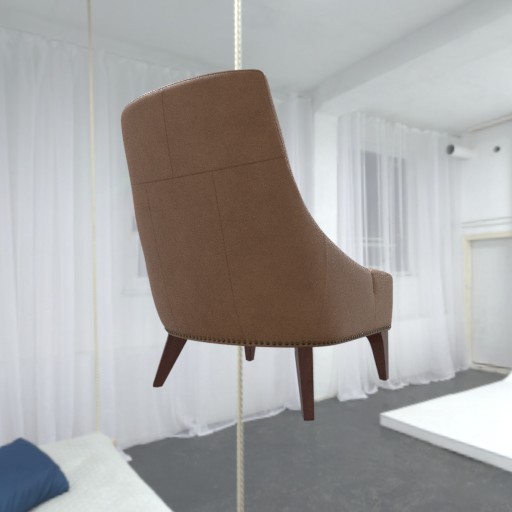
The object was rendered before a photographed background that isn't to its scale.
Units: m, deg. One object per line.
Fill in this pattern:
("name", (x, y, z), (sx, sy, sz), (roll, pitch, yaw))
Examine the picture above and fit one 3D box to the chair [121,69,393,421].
("chair", (0.000, 0.000, 1.524), (0.701, 0.909, 0.861), (-2, -3, 36))
